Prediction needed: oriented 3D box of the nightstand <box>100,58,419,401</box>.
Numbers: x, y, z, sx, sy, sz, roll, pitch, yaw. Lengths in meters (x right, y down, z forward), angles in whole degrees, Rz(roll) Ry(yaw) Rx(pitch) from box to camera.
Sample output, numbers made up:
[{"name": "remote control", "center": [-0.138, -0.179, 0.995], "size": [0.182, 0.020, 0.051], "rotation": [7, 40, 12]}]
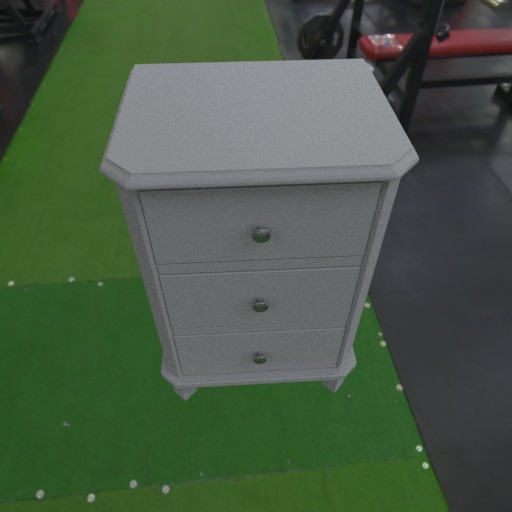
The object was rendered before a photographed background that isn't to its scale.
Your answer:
[{"name": "nightstand", "center": [0.000, 0.000, 0.948], "size": [0.450, 0.680, 0.350], "rotation": [-2, 46, -2]}]
